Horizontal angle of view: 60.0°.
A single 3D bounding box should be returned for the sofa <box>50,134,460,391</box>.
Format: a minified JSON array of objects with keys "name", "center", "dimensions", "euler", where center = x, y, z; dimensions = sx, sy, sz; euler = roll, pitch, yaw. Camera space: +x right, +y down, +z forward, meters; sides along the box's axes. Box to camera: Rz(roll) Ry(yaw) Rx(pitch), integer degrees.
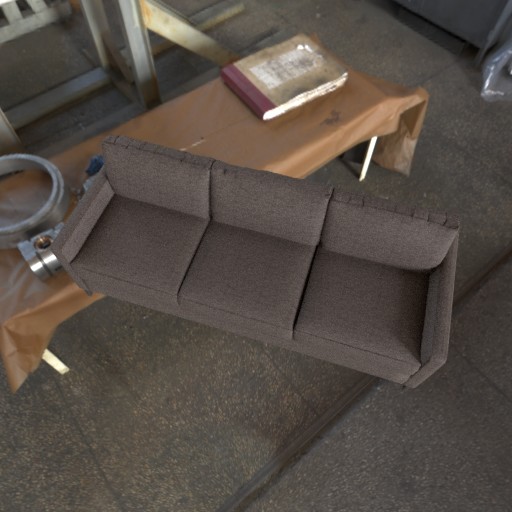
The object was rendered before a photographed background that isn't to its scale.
[{"name":"sofa","center":[0.000,0.000,2.704],"dimensions":[2.253,0.882,0.876],"euler":[15,60,9]}]
